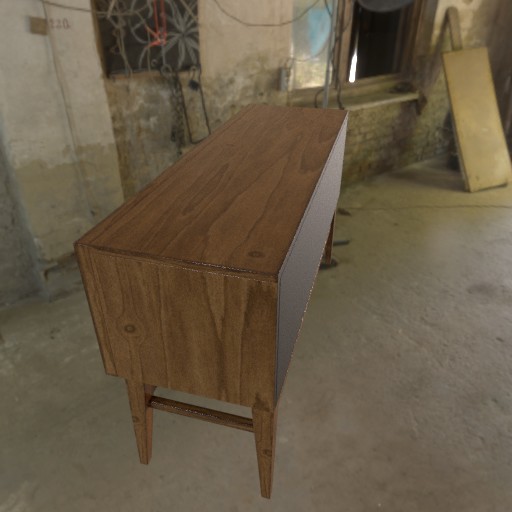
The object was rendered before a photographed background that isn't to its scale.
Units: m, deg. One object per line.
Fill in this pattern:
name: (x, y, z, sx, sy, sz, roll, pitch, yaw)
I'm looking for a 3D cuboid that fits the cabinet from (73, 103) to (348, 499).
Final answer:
cabinet: (0.000, 0.000, 1.692, 0.477, 0.802, 1.363, 8, 33, 13)
